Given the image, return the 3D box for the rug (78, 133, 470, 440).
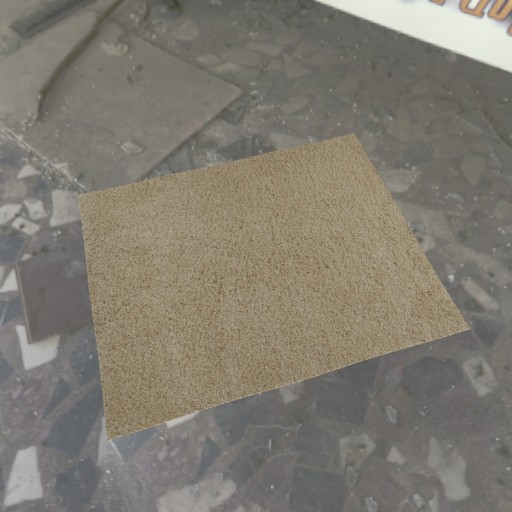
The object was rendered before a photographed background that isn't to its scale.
[{"bbox_3d":[0.000,0.000,4.069,3.000,0.025,2.400,-15,60,-9],"label":"rug"}]
